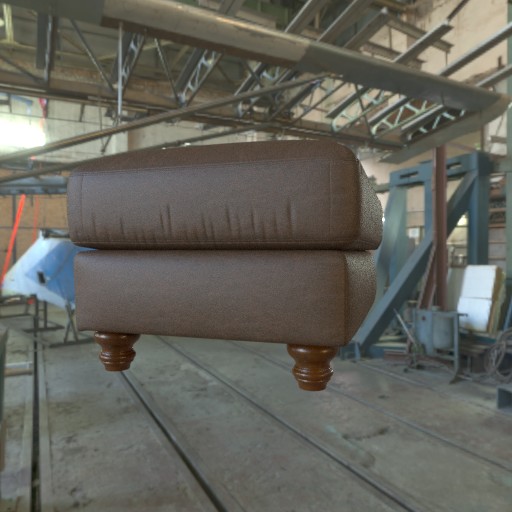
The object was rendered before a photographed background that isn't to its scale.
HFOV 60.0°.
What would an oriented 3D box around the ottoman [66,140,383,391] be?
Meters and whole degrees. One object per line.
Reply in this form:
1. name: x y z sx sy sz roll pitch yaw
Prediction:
1. ottoman: 0.000 0.000 1.201 0.635 0.508 0.787 0 1 18
